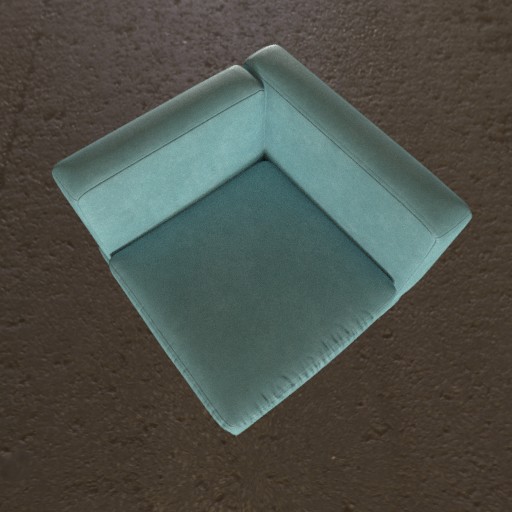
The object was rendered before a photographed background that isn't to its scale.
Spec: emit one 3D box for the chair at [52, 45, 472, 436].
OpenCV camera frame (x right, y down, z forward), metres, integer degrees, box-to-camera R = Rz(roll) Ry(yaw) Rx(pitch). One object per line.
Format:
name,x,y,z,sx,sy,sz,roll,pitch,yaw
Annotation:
chair,0.000,0.000,1.213,0.680,0.660,0.680,-36,69,-16
